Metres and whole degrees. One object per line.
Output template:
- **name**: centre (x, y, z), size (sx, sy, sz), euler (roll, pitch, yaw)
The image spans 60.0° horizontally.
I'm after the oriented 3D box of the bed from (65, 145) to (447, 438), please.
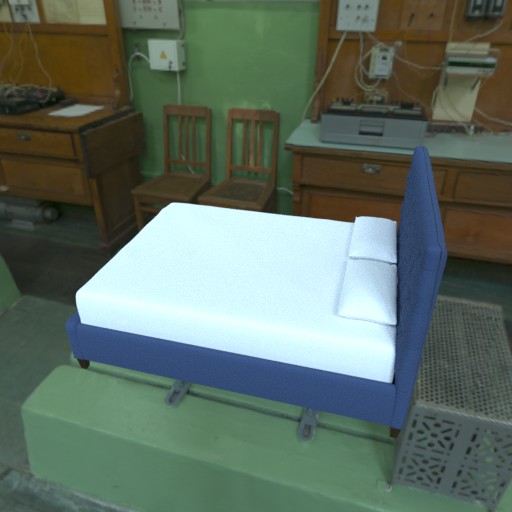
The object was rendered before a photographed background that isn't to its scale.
- **bed**: centre (0.000, 0.000, 3.434), size (2.387, 1.427, 1.706), euler (8, 32, 13)
